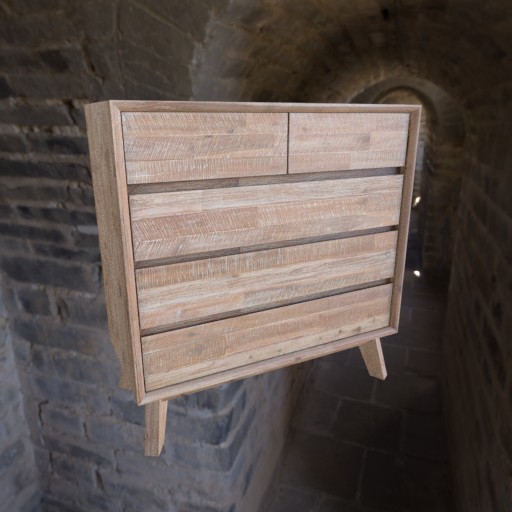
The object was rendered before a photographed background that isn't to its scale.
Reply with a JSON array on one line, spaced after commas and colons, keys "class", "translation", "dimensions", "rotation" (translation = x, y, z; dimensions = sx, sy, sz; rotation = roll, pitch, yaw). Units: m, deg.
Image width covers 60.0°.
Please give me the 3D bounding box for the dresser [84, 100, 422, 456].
[{"class": "dresser", "translation": [0.000, 0.000, 1.592], "dimensions": [0.998, 1.029, 0.455], "rotation": [-9, 19, -26]}]
